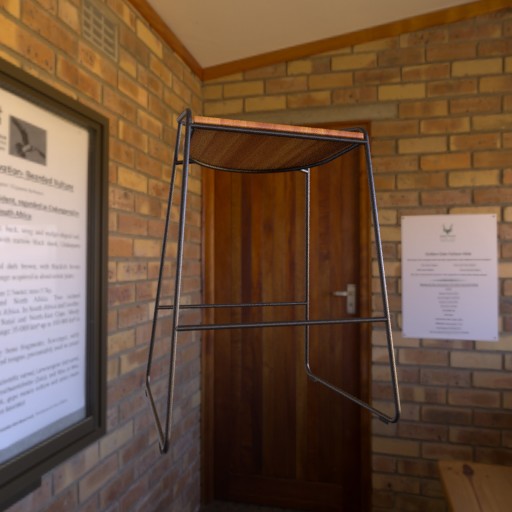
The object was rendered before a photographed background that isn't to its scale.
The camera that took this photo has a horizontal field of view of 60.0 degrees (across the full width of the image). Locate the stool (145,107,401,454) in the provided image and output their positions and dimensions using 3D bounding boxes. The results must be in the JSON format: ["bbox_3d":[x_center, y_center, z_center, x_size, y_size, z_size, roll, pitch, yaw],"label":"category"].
[{"bbox_3d":[0.000,0.000,1.195,0.546,0.812,0.521,0,-1,-18],"label":"stool"}]
